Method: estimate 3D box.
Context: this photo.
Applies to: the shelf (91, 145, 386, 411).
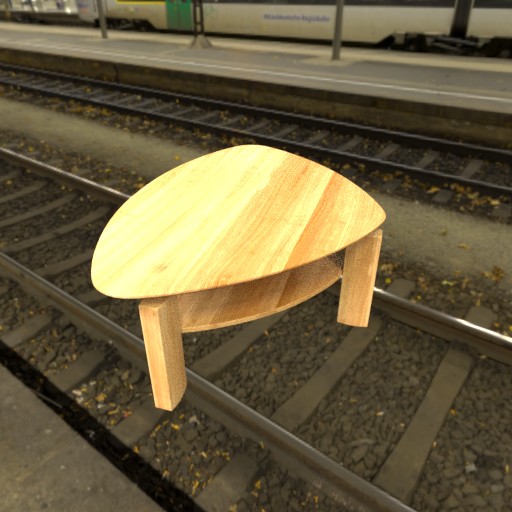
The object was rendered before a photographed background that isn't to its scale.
[{"bbox_3d":[0.000,0.000,1.633,0.863,0.439,1.240,9,32,14],"label":"shelf"}]
